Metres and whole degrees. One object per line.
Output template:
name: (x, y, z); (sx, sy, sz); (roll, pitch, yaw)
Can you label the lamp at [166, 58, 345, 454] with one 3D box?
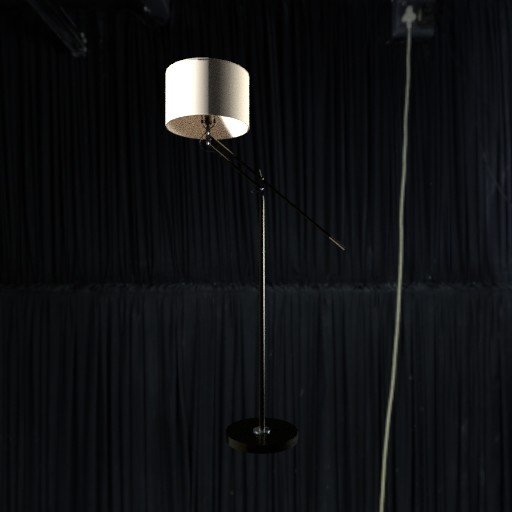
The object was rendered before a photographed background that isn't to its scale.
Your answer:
lamp: (0.000, 0.000, 1.997); (0.809, 1.635, 0.373); (0, -1, 0)
